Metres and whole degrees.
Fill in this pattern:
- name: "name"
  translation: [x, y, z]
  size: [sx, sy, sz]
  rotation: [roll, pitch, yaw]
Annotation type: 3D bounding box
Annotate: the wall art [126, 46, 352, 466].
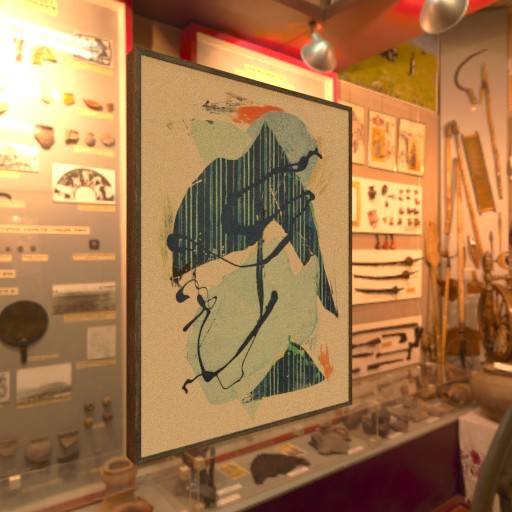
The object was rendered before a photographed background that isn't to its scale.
- name: "wall art"
  translation: [0.000, 0.000, 1.318]
  size: [0.762, 1.016, 0.063]
  rotation: [0, 0, -35]
